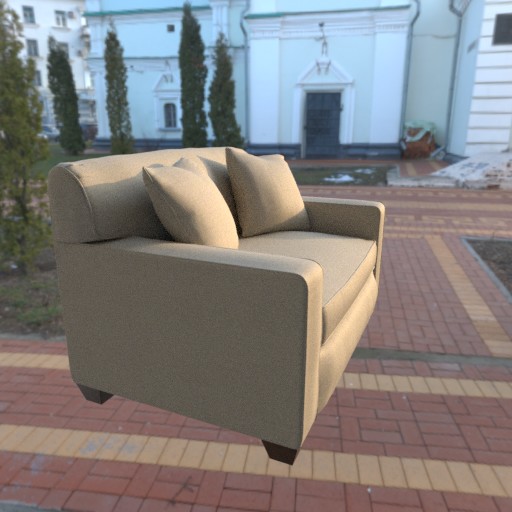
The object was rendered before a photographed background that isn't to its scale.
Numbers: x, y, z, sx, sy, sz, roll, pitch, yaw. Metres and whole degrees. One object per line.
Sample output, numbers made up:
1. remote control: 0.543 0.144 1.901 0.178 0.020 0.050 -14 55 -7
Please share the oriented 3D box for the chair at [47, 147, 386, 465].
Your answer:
1. chair: 0.000 0.000 2.026 1.000 0.948 1.383 7 18 23
